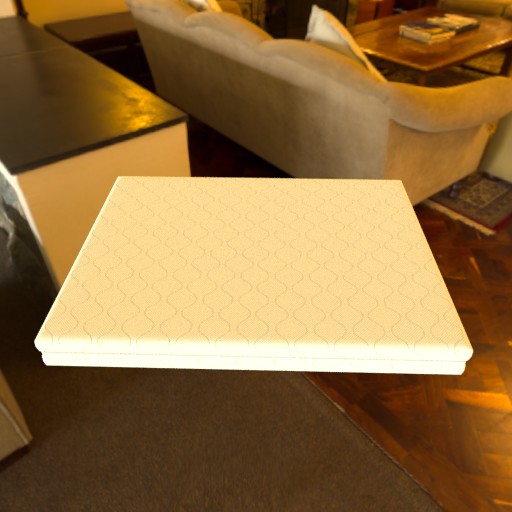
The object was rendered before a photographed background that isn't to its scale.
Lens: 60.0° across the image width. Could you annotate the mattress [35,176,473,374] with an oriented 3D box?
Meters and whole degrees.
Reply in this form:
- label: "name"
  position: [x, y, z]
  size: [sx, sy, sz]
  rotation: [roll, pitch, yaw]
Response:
- label: "mattress"
  position: [0.000, 0.000, 2.489]
  size: [1.900, 0.200, 1.400]
  rotation: [1, 41, 1]
